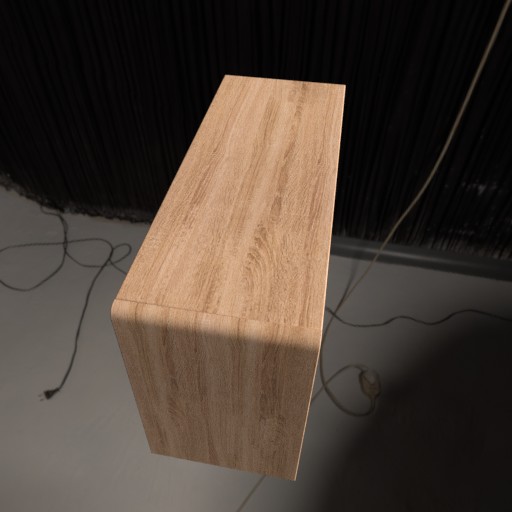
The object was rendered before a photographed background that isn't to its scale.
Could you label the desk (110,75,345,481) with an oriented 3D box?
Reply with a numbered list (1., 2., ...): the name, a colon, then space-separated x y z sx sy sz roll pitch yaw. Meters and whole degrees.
1. desk: 0.000 0.000 1.669 0.500 0.750 1.300 8 48 7
